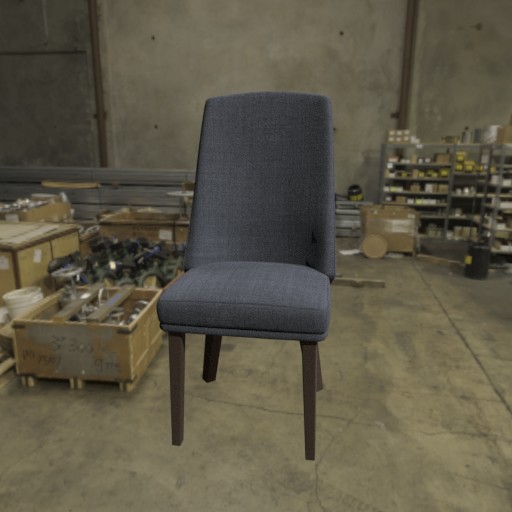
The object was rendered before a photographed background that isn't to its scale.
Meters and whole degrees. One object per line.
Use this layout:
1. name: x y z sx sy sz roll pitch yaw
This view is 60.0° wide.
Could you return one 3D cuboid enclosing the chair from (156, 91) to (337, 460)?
1. chair: 0.000 0.000 1.408 0.510 1.050 0.577 2 14 9
